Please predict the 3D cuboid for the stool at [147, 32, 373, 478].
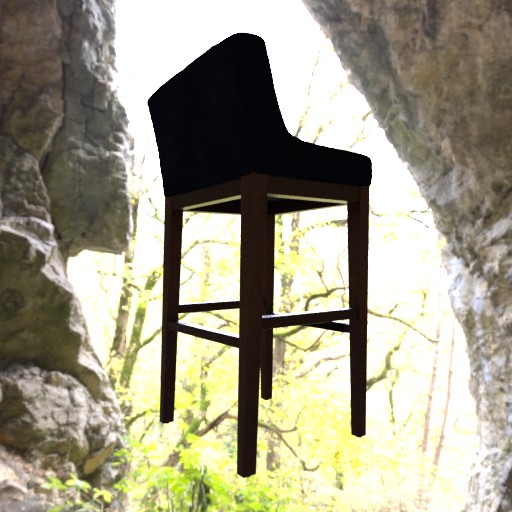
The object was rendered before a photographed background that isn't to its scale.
[{"bbox_3d":[0.000,0.000,1.326,0.500,1.037,0.511,1,-1,-37],"label":"stool"}]
